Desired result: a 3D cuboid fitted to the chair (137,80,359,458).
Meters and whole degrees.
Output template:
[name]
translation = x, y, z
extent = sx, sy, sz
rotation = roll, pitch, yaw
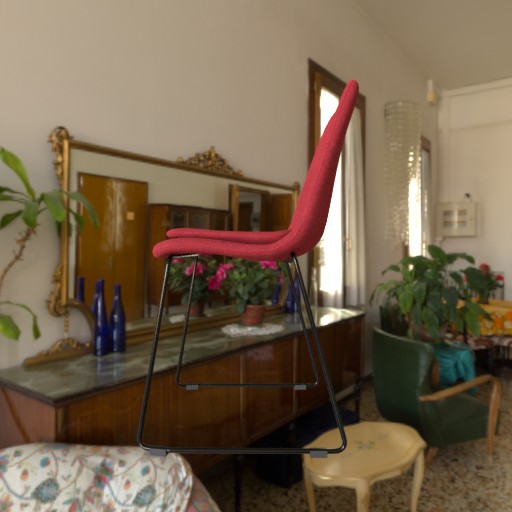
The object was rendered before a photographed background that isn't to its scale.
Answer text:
[chair]
translation = 0.000, 0.000, 1.184
extent = 0.518, 0.858, 0.479
rotation = 0, 1, 1
